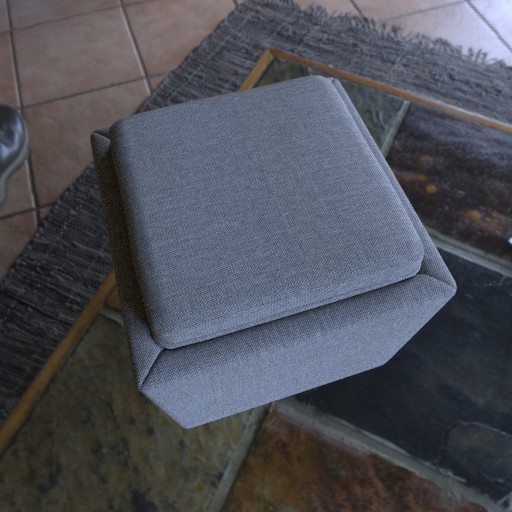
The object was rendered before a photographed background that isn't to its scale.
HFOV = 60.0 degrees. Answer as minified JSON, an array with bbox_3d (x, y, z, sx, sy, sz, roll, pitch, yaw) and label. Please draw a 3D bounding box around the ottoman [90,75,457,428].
[{"bbox_3d":[0.000,0.000,0.821,0.450,0.460,0.450,-16,63,-8],"label":"ottoman"}]
